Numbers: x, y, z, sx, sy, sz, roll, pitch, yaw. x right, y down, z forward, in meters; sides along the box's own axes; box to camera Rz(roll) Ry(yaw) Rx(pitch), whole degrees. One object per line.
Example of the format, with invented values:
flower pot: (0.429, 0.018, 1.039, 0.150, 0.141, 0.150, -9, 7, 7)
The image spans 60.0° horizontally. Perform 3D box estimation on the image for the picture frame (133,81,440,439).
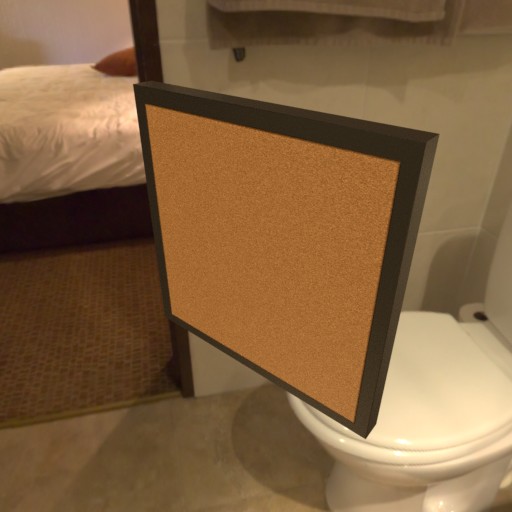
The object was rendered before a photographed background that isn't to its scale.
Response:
picture frame: (0.000, 0.000, 0.531, 0.355, 0.353, 0.029, 23, 39, 33)
